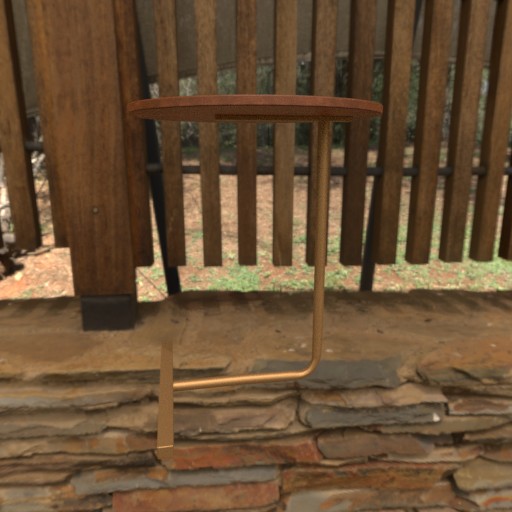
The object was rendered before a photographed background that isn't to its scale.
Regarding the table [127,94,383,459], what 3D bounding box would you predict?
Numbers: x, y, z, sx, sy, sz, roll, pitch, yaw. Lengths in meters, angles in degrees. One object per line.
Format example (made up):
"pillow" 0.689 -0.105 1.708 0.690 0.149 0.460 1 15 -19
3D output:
"table" 0.000 0.000 1.113 0.577 0.706 0.530 -3 14 -10
